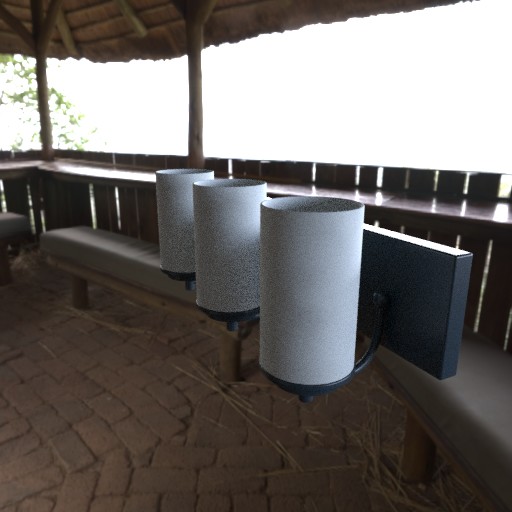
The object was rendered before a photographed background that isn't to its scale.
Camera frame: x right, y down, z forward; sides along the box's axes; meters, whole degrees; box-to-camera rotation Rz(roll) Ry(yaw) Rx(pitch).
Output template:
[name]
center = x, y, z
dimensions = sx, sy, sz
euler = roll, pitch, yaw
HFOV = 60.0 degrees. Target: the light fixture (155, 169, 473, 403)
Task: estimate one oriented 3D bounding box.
[light fixture]
center = 0.000, 0.000, 0.514
dimensions = 0.145, 0.172, 0.451
euler = -8, 18, -26
